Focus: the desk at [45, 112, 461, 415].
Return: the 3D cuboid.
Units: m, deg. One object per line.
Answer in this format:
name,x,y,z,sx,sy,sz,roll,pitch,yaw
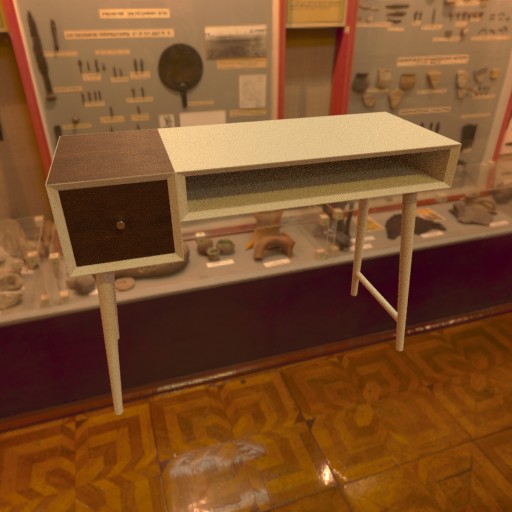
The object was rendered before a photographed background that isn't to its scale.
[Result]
desk,0.000,0.000,1.446,1.069,0.761,0.409,-9,32,-14
